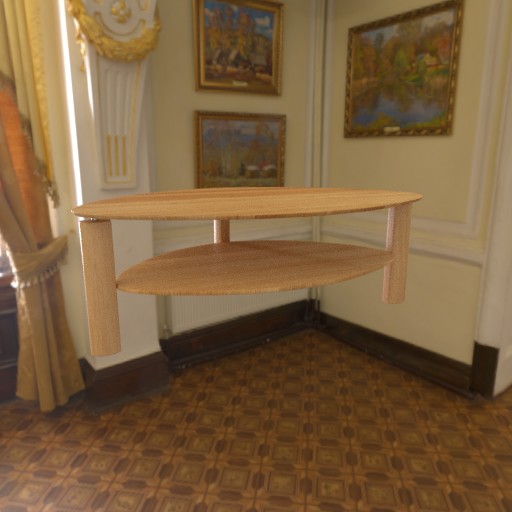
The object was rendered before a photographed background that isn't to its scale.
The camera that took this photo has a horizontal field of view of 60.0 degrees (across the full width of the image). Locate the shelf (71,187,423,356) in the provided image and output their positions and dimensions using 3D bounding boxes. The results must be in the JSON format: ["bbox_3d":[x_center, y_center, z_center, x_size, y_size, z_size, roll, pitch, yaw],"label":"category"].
[{"bbox_3d":[0.000,0.000,1.650,1.246,0.440,0.845,-6,15,-24],"label":"shelf"}]
